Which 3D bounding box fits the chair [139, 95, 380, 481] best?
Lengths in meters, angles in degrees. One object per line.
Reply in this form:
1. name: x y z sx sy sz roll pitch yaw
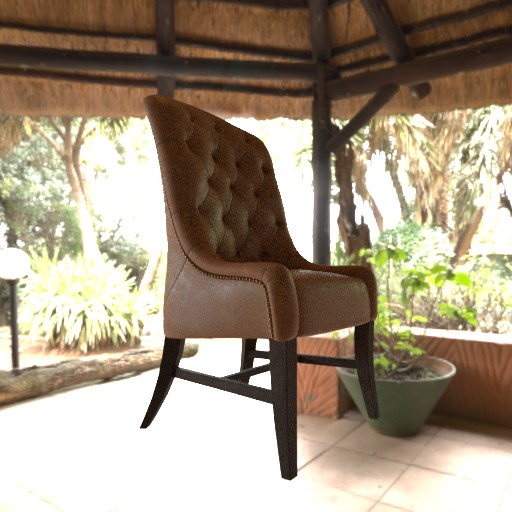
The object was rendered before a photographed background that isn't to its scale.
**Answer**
1. chair: 0.000 0.000 1.476 0.629 1.091 0.634 -2 -3 36
